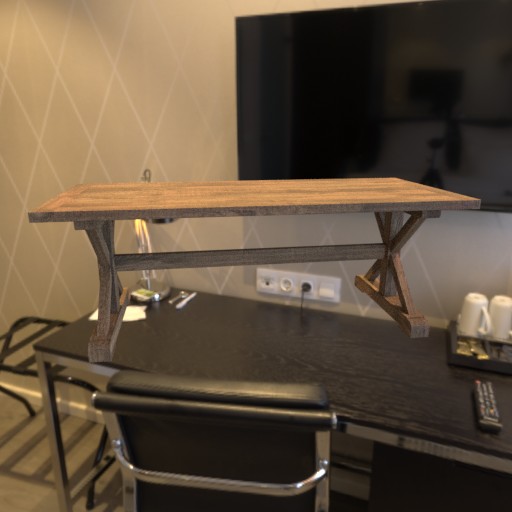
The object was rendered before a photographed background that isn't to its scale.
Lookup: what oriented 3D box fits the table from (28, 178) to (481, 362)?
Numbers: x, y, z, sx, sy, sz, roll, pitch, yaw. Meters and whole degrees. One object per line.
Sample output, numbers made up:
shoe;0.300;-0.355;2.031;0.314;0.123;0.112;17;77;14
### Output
table;0.000;0.000;2.496;2.031;0.733;0.907;-3;17;-8
